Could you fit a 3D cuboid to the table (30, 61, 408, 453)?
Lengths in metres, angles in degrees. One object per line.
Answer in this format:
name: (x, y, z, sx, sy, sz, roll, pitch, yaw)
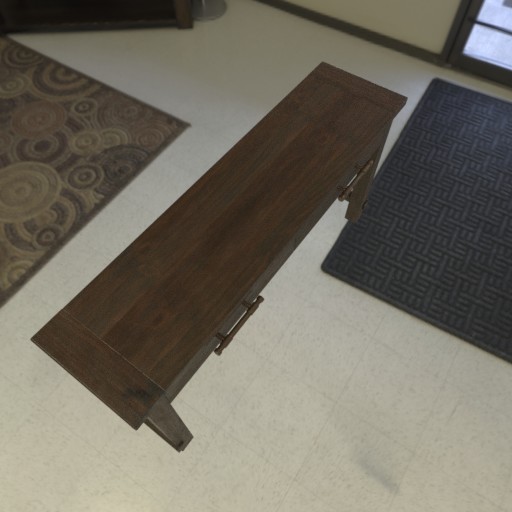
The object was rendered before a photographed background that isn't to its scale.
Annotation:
table: (0.000, 0.000, 1.863, 0.442, 0.762, 1.599, 32, 63, 18)
